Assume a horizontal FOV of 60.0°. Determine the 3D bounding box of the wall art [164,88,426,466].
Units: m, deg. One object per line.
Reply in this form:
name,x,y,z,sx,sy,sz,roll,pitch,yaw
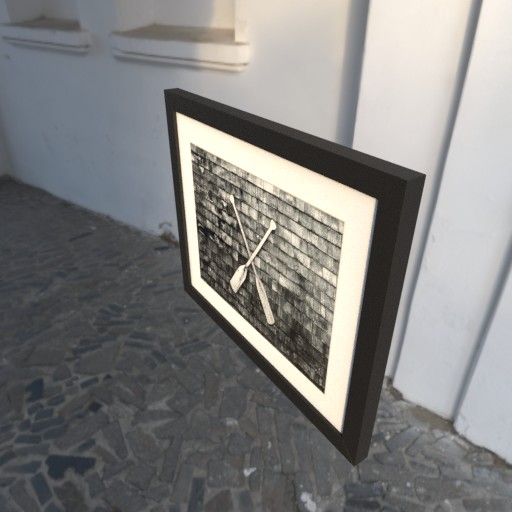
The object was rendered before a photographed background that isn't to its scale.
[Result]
wall art,0.000,0.000,0.753,0.029,0.457,0.558,-20,36,-29
